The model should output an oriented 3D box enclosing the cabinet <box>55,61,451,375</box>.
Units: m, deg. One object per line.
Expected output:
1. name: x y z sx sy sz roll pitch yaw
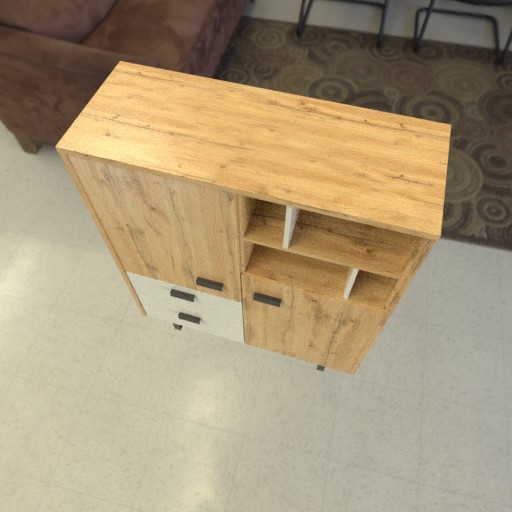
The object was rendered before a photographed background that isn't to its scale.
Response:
1. cabinet: 0.000 0.000 1.983 1.168 1.397 0.473 14 59 9
